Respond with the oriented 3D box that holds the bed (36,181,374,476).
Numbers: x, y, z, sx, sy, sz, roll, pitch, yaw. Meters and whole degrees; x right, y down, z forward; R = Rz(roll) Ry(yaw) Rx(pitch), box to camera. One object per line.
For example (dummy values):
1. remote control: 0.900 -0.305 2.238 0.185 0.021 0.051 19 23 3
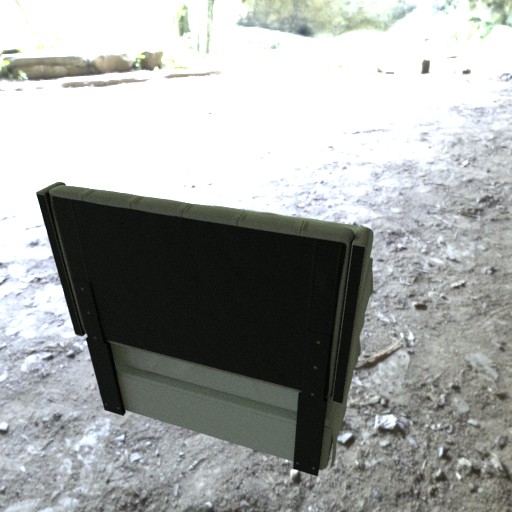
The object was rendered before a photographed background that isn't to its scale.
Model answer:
1. bed: 0.000 0.000 3.313 1.719 1.665 2.066 10 33 16
